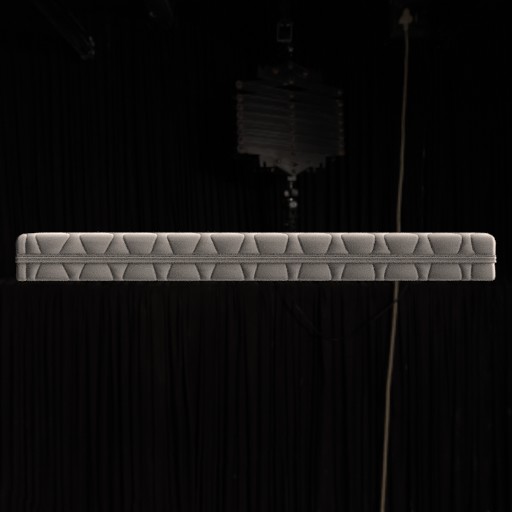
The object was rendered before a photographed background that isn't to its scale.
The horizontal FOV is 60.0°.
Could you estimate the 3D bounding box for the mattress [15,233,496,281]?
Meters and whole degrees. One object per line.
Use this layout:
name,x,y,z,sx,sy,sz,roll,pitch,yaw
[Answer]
mattress,0.000,0.000,2.283,2.000,0.200,0.900,0,0,0
